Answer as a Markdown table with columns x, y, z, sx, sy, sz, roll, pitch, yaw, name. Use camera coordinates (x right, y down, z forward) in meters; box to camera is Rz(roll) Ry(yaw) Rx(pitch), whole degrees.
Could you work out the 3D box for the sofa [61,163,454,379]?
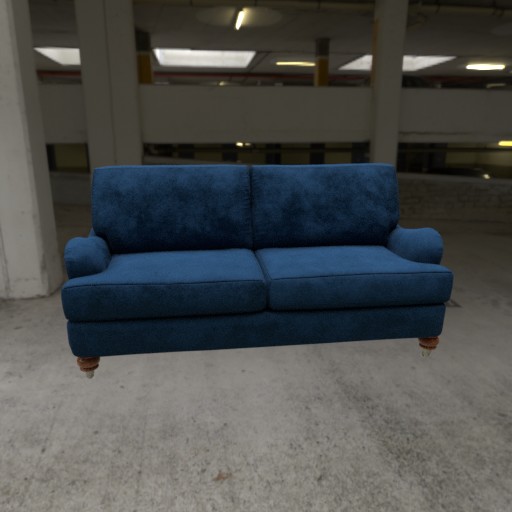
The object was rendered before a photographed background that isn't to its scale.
| x | y | z | sx | sy | sz | roll | pitch | yaw | name |
| --- | --- | --- | --- | --- | --- | --- | --- | --- | --- |
| 0.000 | 0.000 | 2.800 | 2.141 | 1.101 | 1.084 | -2 | 15 | -7 | sofa |
